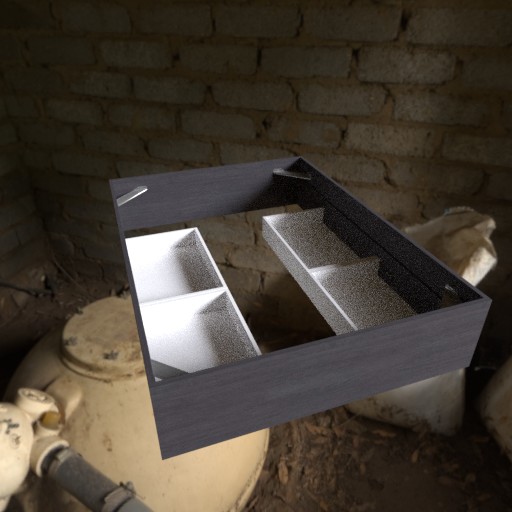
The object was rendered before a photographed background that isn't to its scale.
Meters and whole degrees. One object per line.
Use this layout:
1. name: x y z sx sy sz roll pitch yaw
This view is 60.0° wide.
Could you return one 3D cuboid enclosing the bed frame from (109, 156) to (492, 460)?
1. bed frame: 0.000 0.000 2.567 1.448 0.459 1.944 -11 33 -17
